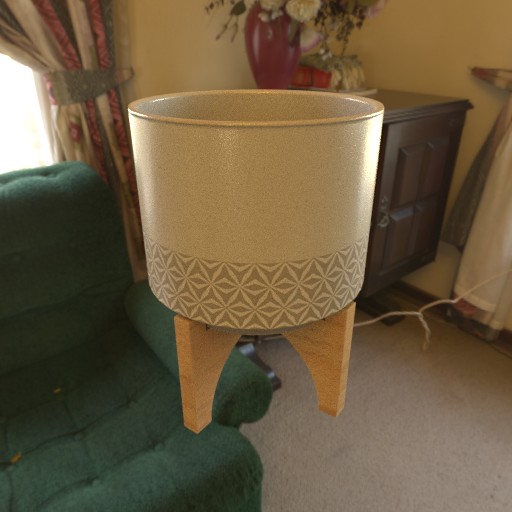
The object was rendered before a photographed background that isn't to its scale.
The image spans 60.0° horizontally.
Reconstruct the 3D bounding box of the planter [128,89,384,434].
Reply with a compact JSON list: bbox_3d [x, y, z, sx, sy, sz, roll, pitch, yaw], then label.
[{"bbox_3d":[0.000,0.000,0.518,0.249,0.343,0.249,0,26,0],"label":"planter"}]
